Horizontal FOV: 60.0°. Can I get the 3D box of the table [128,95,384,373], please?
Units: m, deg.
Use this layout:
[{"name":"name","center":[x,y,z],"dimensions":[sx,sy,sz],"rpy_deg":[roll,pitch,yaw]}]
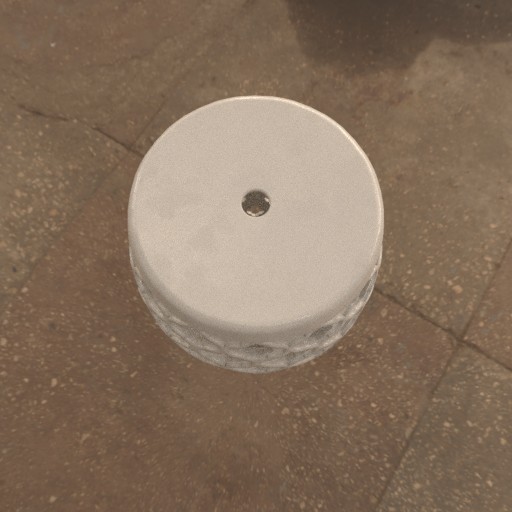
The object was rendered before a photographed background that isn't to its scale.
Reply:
[{"name":"table","center":[0.000,0.000,0.633],"dimensions":[0.325,0.388,0.325],"rpy_deg":[0,74,0]}]
